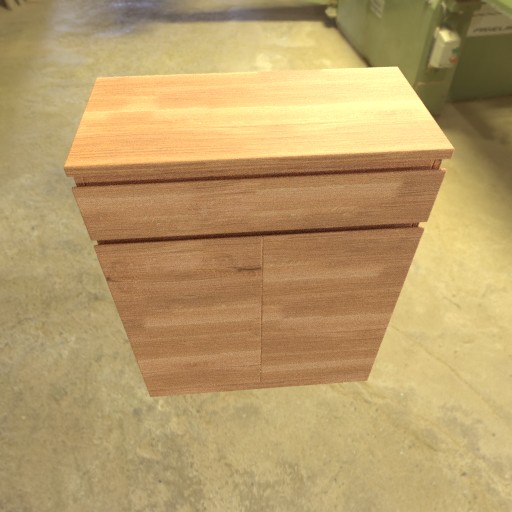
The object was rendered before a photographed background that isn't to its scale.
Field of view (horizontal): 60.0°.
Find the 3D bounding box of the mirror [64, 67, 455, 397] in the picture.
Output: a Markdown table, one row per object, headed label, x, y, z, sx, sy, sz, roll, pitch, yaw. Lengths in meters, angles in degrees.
| label | x | y | z | sx | sy | sz | roll | pitch | yaw |
| --- | --- | --- | --- | --- | --- | --- | --- | --- | --- |
| mirror | 0.000 | 0.000 | 1.401 | 0.800 | 1.000 | 0.400 | -3 | 47 | -3 |
